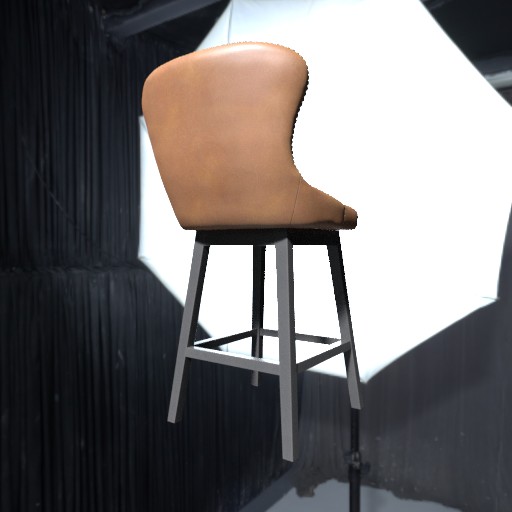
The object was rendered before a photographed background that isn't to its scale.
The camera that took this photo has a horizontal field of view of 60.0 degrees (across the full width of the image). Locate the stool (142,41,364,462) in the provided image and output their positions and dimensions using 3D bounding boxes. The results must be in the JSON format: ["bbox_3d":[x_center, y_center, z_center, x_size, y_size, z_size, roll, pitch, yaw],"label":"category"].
[{"bbox_3d":[0.000,0.000,1.289,0.528,0.971,0.593,1,2,35],"label":"stool"}]
